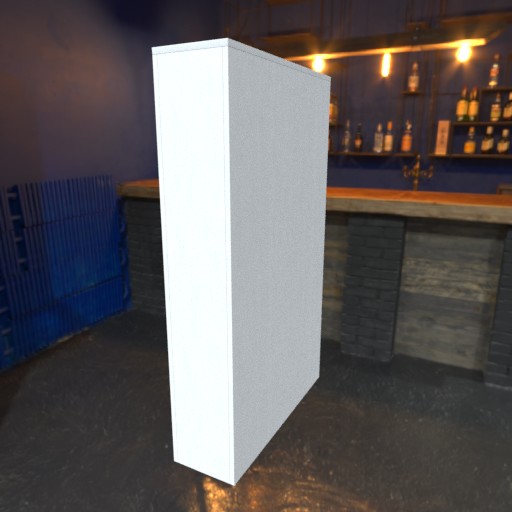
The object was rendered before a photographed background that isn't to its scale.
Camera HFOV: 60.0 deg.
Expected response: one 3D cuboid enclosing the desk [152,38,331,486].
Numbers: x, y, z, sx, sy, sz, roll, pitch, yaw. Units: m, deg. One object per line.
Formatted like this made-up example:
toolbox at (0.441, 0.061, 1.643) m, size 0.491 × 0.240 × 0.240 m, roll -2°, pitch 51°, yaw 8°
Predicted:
desk at (0.000, 0.000, 1.599) m, size 0.250 × 1.280 × 0.750 m, roll 8°, pitch 16°, yaw 27°
